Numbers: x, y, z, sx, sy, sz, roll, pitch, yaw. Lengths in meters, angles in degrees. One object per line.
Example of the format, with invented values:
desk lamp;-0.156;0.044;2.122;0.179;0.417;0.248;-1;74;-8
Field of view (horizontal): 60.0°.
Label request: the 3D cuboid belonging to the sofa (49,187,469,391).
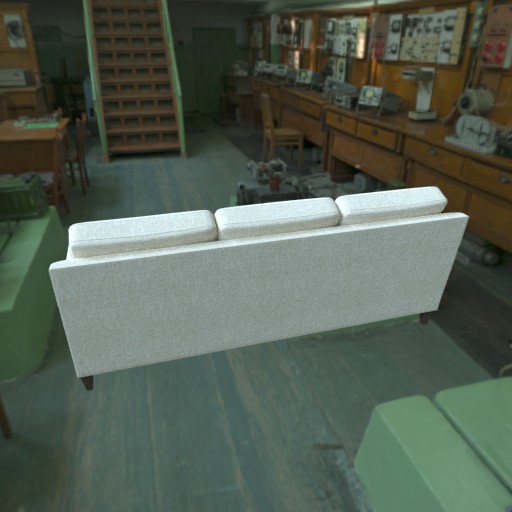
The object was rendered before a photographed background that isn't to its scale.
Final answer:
sofa;0.000;0.000;2.808;2.210;0.940;1.041;-8;27;-15
